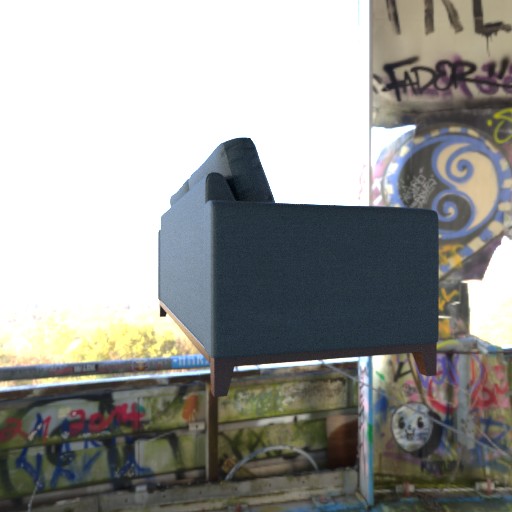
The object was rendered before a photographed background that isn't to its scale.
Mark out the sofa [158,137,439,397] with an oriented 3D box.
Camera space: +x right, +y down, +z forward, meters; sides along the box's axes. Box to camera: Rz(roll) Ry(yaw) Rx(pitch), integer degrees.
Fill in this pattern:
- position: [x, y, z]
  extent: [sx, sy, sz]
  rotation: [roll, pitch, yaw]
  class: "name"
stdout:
- position: [0.000, 0.000, 2.383]
  extent: [0.877, 0.865, 1.900]
  rotation: [0, 0, -17]
  class: "sofa"
